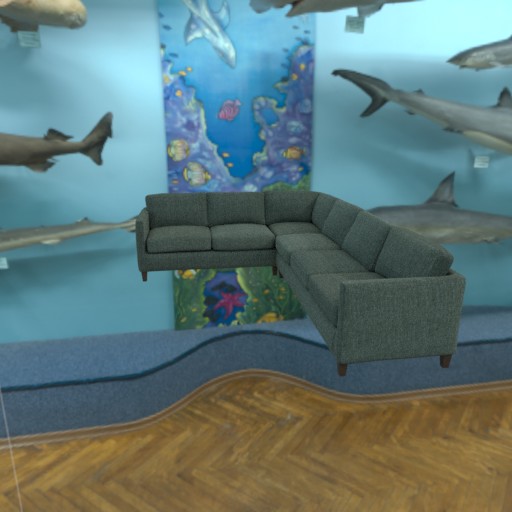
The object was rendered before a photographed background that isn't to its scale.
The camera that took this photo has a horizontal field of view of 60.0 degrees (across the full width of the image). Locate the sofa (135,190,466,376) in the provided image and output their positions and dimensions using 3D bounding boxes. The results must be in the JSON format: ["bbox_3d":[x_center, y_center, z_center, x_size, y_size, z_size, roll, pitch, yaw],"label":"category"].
[{"bbox_3d":[0.000,0.000,4.532,2.593,0.947,3.302,-2,16,-8],"label":"sofa"}]
